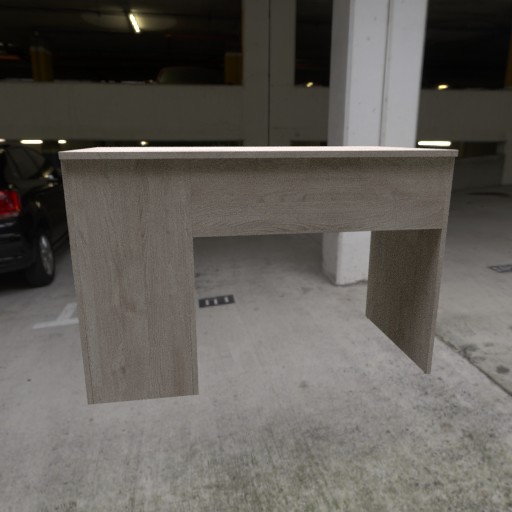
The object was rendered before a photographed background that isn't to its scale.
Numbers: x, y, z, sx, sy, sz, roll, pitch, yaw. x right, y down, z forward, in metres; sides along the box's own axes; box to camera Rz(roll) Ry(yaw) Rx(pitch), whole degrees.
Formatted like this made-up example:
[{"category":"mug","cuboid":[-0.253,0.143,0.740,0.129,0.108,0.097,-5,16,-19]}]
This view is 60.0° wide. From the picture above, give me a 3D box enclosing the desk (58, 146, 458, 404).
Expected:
[{"category":"desk","cuboid":[0.000,0.000,1.559,1.097,0.735,0.560,-2,15,-9]}]
